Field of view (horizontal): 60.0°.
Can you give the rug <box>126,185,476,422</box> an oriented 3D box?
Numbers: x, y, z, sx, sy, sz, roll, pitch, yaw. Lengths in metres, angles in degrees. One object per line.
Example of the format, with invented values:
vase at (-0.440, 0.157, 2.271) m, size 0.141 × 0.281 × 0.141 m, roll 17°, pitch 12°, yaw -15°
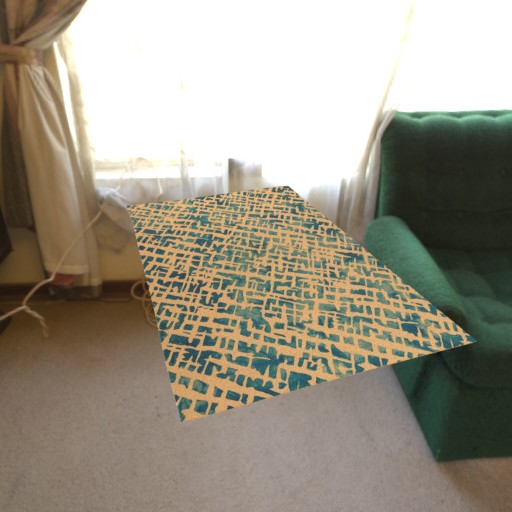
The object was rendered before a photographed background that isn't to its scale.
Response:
rug at (0.000, 0.000, 3.046) m, size 1.520 × 0.011 × 2.447 m, roll -10°, pitch 30°, yaw -17°
